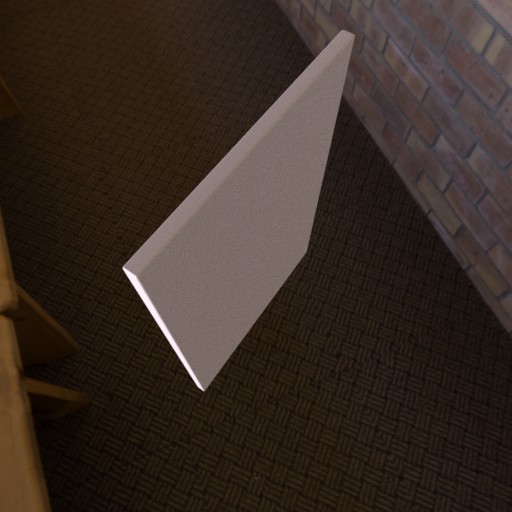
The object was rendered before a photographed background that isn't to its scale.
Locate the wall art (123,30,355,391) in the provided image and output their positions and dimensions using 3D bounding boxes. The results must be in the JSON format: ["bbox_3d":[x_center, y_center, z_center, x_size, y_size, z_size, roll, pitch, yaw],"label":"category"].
[{"bbox_3d":[0.000,0.000,1.487,0.038,1.183,0.808,32,68,15],"label":"wall art"}]
